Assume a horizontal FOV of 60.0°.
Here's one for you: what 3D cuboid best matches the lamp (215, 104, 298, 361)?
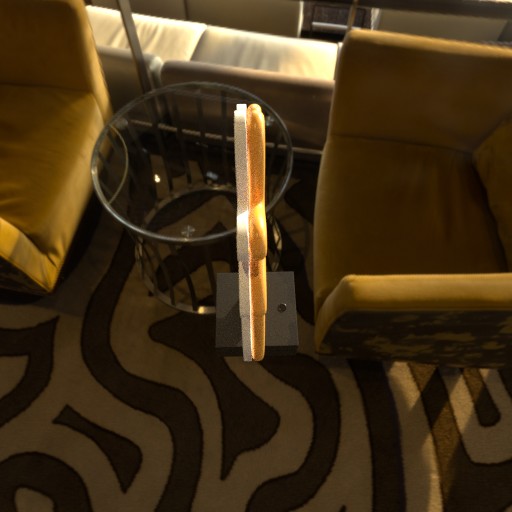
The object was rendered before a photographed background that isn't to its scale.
[{"bbox_3d":[0.000,0.000,0.385,0.088,0.317,0.167,-1,62,-1],"label":"lamp"}]
